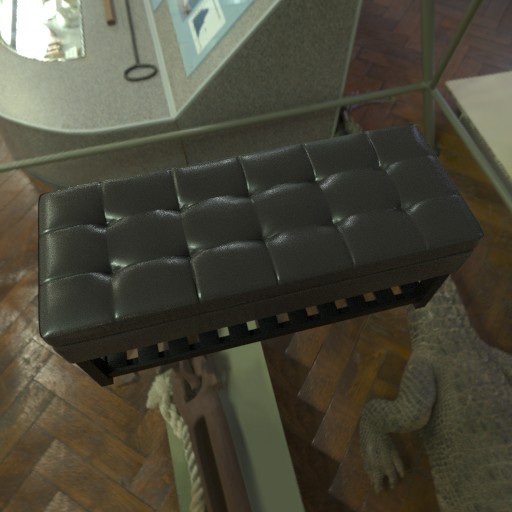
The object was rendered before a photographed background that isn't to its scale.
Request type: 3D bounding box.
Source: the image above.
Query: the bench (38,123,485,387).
[{"bbox_3d":[0.000,0.000,1.329,1.105,0.460,0.432,-12,60,-7],"label":"bench"}]
